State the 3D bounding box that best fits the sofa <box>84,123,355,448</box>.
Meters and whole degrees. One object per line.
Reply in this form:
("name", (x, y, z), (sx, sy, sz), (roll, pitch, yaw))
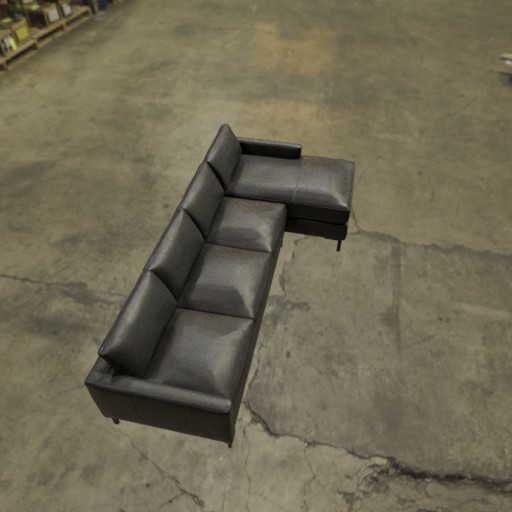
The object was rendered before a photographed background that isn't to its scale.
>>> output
("sofa", (0.000, 0.000, 3.704), (1.471, 0.859, 2.993), (9, 46, 9))
